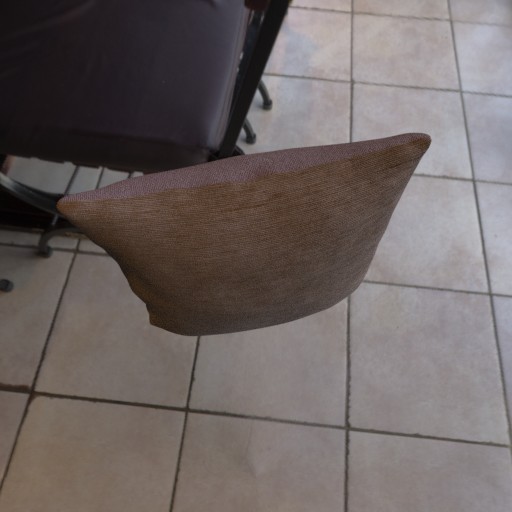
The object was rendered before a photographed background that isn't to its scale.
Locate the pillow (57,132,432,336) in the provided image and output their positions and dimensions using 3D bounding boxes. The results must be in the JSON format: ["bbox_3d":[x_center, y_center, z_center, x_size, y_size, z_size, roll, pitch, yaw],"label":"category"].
[{"bbox_3d":[0.000,0.000,0.705,0.452,0.439,0.204,-11,64,-6],"label":"pillow"}]
